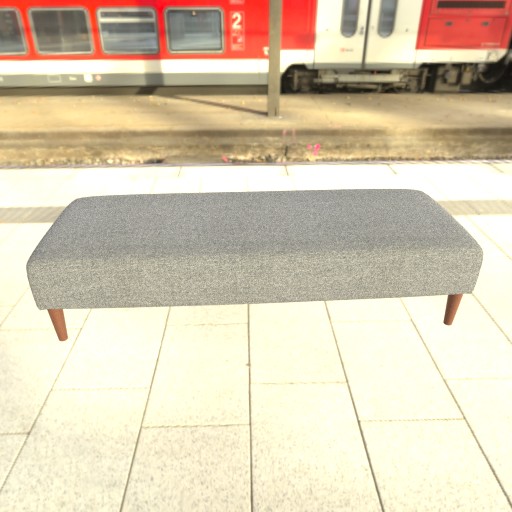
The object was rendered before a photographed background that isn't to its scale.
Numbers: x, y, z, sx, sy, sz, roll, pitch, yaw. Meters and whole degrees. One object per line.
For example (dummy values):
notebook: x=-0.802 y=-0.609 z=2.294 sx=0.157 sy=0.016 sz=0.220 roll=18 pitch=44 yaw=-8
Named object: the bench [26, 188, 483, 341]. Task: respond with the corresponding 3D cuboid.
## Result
bench: x=0.000 y=0.000 z=1.852 sx=1.598 sy=0.384 sz=0.631 roll=-2 pitch=30 yaw=-3
